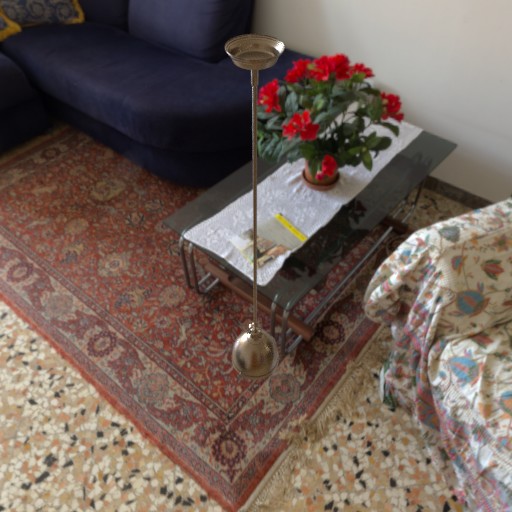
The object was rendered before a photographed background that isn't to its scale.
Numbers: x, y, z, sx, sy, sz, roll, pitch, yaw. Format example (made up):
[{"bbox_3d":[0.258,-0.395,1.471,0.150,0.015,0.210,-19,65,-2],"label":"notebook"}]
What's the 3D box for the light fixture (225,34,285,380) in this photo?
[{"bbox_3d":[0.000,0.000,1.474,0.217,1.367,0.211,3,48,3],"label":"light fixture"}]
